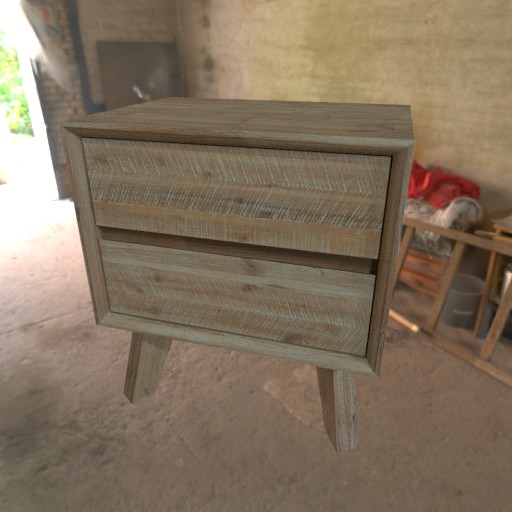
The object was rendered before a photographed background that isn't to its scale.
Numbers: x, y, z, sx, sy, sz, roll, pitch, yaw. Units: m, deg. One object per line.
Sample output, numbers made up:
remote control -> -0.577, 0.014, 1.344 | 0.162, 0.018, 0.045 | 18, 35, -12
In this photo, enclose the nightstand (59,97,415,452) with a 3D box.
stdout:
nightstand -> 0.000, 0.000, 0.947 | 0.552, 0.589, 0.396 | 7, 26, 15
